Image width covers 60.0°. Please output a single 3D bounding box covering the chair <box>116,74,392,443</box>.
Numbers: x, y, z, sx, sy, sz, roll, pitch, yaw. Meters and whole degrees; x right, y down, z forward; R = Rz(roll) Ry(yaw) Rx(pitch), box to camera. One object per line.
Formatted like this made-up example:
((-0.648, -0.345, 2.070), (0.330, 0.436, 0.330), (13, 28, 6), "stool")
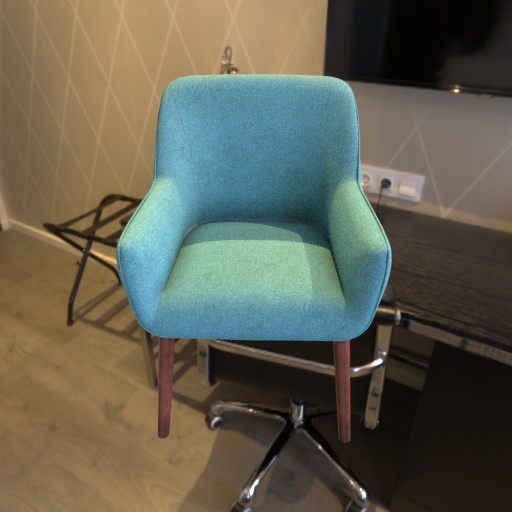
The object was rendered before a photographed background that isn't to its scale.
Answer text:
((0.000, 0.000, 1.138), (0.543, 0.803, 0.519), (1, 31, 1), "chair")
